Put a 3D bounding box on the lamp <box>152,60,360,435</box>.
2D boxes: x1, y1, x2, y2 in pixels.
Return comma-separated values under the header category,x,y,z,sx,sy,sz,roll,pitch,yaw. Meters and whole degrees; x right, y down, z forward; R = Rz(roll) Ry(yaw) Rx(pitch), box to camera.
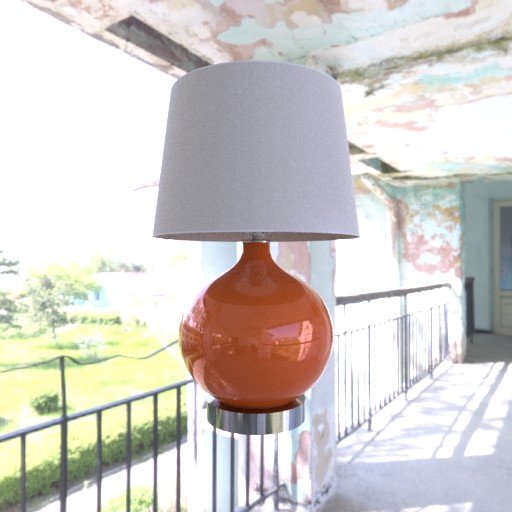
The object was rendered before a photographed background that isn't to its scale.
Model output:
category,x,y,z,sx,sy,sz,roll,pitch,yaw
lamp,0.000,0.000,0.539,0.247,0.387,0.247,0,0,0
